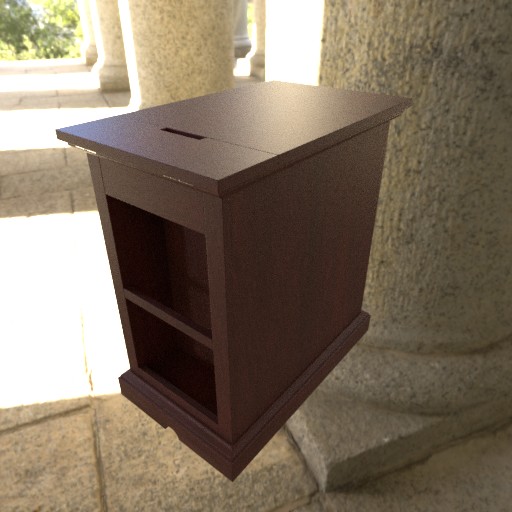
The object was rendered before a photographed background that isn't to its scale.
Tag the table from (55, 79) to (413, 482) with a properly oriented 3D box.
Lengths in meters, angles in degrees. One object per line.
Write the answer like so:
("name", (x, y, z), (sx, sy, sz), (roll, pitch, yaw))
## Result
("table", (0.000, 0.000, 0.965), (0.356, 0.612, 0.584), (22, 38, 32))
